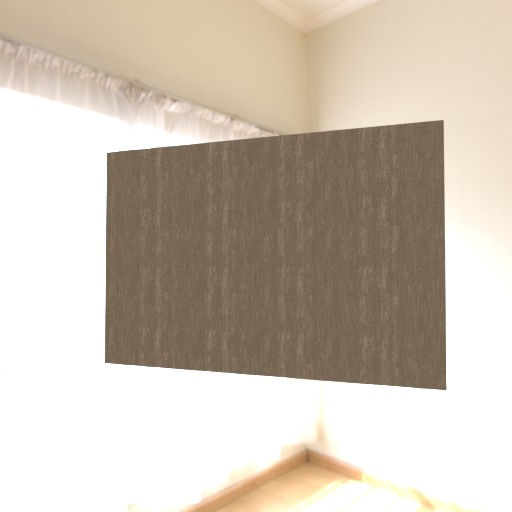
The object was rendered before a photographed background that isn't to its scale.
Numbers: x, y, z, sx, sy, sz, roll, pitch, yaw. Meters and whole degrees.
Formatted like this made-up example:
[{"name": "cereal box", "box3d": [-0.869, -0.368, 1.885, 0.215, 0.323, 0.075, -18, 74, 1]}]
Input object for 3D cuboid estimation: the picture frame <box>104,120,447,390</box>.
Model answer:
[{"name": "picture frame", "box3d": [0.000, 0.000, 1.209, 0.950, 0.640, 0.029, -1, -2, 18]}]
